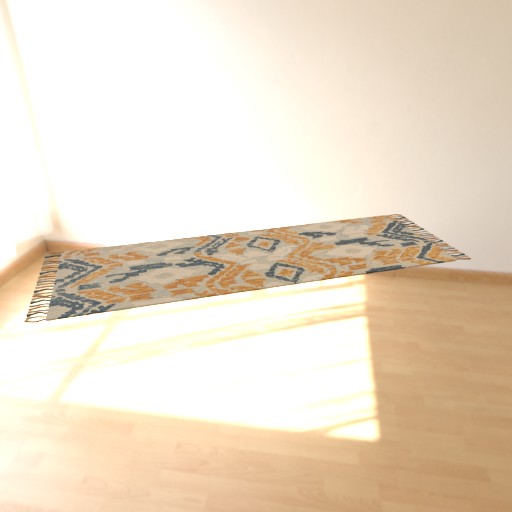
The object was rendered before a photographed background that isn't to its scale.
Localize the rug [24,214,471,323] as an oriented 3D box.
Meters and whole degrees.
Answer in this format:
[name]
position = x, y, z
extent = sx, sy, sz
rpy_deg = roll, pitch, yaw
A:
[rug]
position = 0.000, 0.000, 2.656
extent = 2.437, 0.010, 0.783
rpy_deg = -7, 27, -14
